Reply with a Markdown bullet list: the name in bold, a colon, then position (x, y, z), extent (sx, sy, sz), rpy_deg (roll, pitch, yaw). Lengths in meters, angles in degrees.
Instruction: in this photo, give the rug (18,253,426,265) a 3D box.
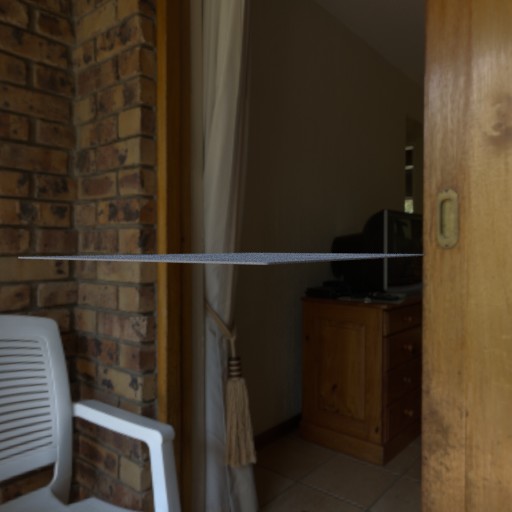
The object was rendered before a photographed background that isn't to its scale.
- **rug**: position (0.000, 0.000, 2.872), extent (1.600, 0.008, 2.235), rpy_deg (1, 1, 34)
